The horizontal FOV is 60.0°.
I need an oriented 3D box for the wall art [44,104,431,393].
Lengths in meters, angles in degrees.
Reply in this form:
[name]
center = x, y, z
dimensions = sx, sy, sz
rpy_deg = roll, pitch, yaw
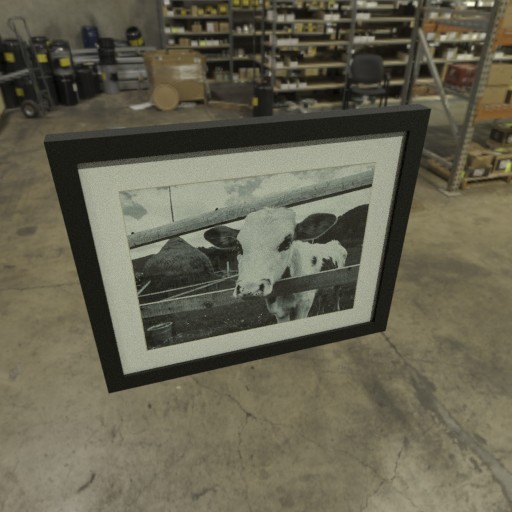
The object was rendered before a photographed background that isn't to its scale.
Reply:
[wall art]
center = 0.000, 0.000, 0.543
dimensions = 0.404, 0.329, 0.024
rpy_deg = -9, 33, -15
